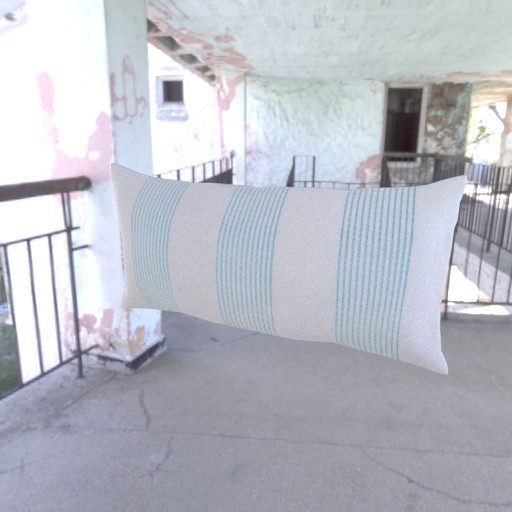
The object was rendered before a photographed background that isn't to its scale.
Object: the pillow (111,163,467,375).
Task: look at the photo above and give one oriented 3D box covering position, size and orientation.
[{"bbox_3d":[0.000,0.000,0.727,0.610,0.287,0.151,7,16,26],"label":"pillow"}]
